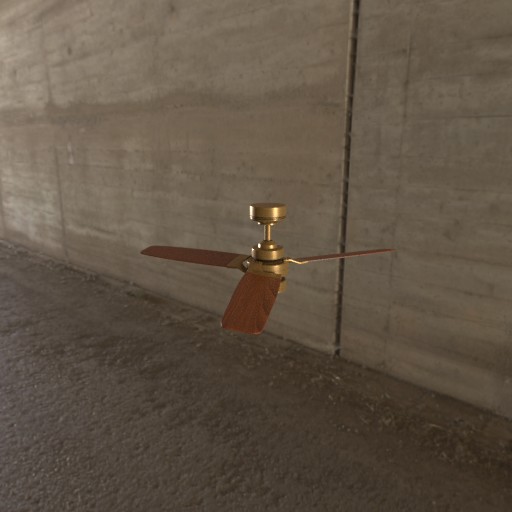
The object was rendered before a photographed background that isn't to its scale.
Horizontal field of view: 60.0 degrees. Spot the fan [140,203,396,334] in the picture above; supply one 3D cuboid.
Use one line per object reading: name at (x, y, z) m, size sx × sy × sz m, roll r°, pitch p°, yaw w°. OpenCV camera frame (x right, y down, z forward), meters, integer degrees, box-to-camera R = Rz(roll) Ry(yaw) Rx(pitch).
fan at (0.000, 0.000, 2.013) m, size 1.416 × 0.425 × 1.271 m, roll 2°, pitch 14°, yaw 8°
